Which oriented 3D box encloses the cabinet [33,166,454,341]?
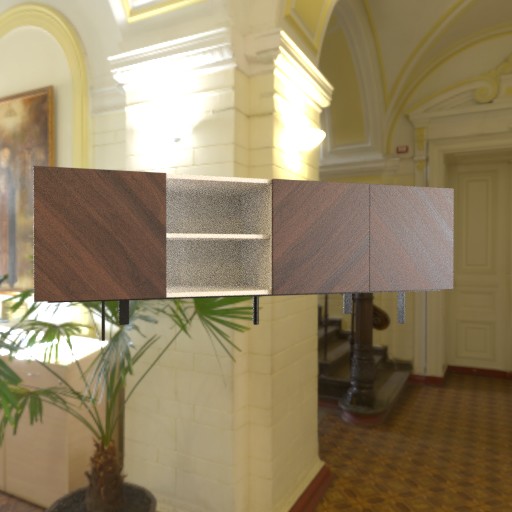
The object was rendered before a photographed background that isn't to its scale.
[{"bbox_3d":[0.000,0.000,1.726,1.499,0.533,0.431,0,0,-18],"label":"cabinet"}]
